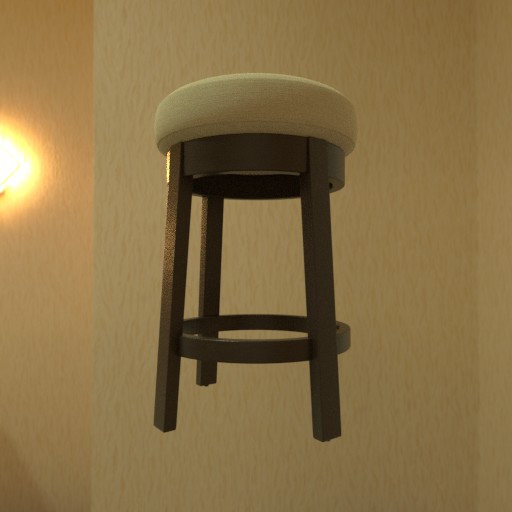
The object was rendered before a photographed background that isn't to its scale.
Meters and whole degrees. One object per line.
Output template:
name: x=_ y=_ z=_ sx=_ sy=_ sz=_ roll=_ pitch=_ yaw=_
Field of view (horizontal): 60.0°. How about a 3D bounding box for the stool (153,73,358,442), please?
stool: x=0.000 y=0.000 z=0.957 sx=0.449 sy=0.655 sz=0.449 roll=0 pitch=-1 yaw=0
